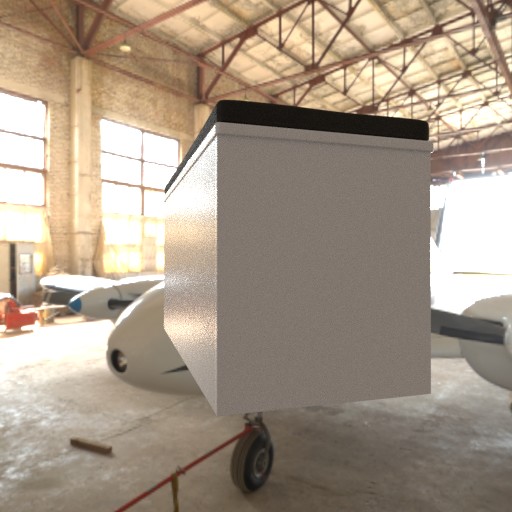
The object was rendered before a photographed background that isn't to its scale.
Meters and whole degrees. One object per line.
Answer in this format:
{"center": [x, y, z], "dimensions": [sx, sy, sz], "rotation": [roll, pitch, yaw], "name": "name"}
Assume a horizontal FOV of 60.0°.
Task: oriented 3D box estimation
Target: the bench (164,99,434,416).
{"center": [0.000, 0.000, 1.170], "dimensions": [0.401, 0.500, 0.899], "rotation": [0, 0, -17], "name": "bench"}
